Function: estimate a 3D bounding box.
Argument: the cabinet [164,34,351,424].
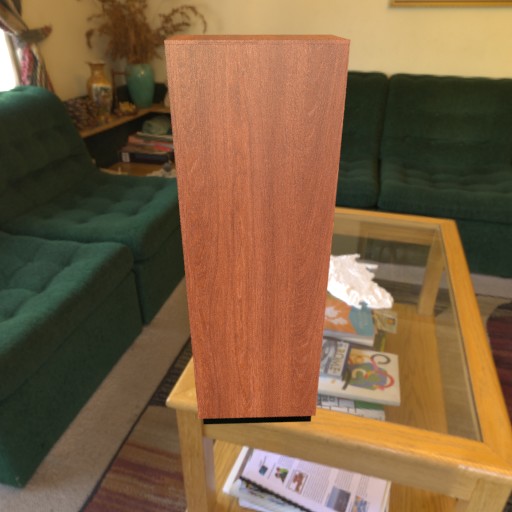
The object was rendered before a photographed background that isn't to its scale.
[{"bbox_3d":[0.000,0.000,2.232,0.660,1.980,0.420,-1,29,-2],"label":"cabinet"}]
